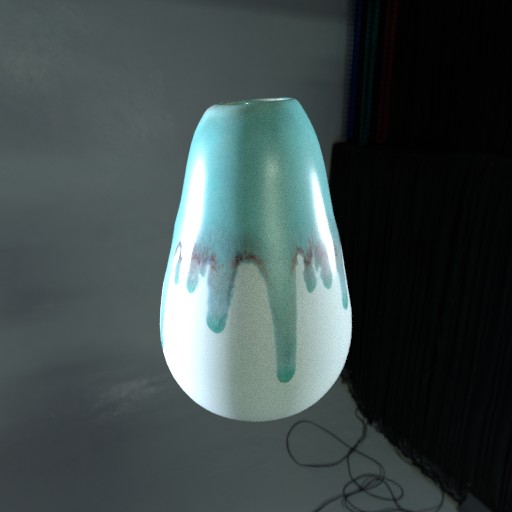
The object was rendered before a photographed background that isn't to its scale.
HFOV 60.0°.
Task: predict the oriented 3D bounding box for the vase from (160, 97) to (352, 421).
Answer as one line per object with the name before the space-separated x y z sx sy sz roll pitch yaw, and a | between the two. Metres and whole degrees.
vase | 0.000 0.000 0.263 0.116 0.179 0.116 0 16 0
